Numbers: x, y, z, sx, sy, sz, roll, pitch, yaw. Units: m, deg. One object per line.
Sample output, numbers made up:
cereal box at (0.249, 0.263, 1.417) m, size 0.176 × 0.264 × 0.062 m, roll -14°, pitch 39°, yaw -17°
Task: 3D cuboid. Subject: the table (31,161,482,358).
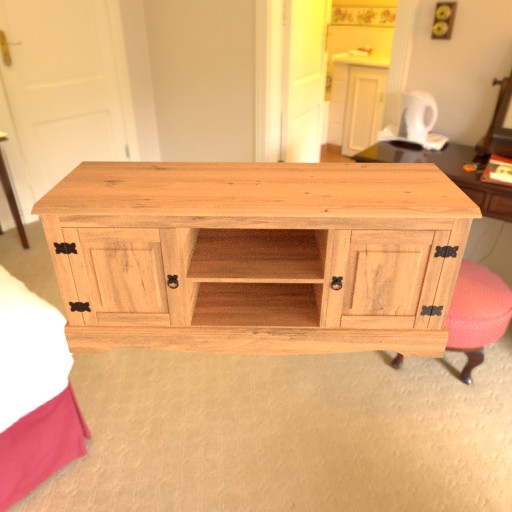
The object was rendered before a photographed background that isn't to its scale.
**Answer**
table at (0.000, 0.000, 1.471) m, size 1.200 × 0.510 × 0.400 m, roll 1°, pitch 30°, yaw 1°
